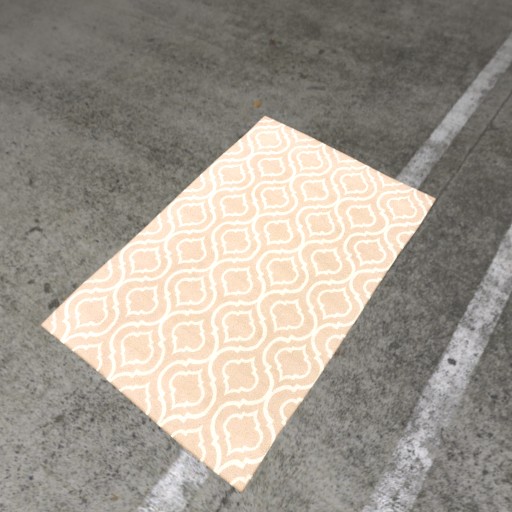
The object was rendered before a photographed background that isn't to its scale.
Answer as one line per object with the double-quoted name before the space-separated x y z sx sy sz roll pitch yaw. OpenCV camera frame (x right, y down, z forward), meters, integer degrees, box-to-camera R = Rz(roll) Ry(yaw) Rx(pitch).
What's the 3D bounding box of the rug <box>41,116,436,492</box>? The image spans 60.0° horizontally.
"rug" 0.000 0.000 2.200 1.152 0.013 1.761 32 63 19
